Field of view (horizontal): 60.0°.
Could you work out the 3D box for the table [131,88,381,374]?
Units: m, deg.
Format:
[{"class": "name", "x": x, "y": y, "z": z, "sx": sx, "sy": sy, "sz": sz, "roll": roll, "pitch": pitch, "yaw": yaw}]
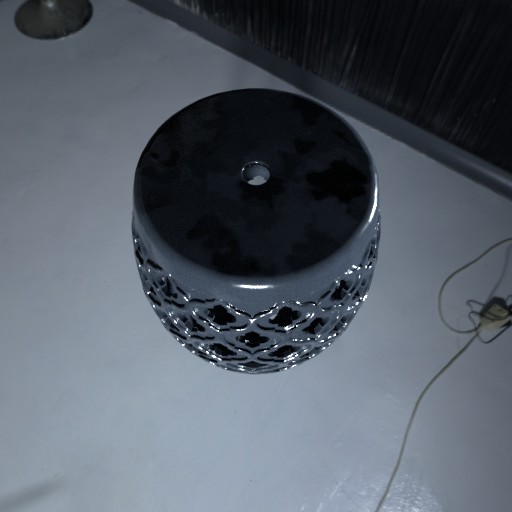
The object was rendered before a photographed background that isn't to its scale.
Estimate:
[{"class": "table", "x": 0.000, "y": 0.000, "z": 0.641, "sx": 0.325, "sy": 0.388, "sz": 0.325, "roll": 0, "pitch": 63, "yaw": 0}]
